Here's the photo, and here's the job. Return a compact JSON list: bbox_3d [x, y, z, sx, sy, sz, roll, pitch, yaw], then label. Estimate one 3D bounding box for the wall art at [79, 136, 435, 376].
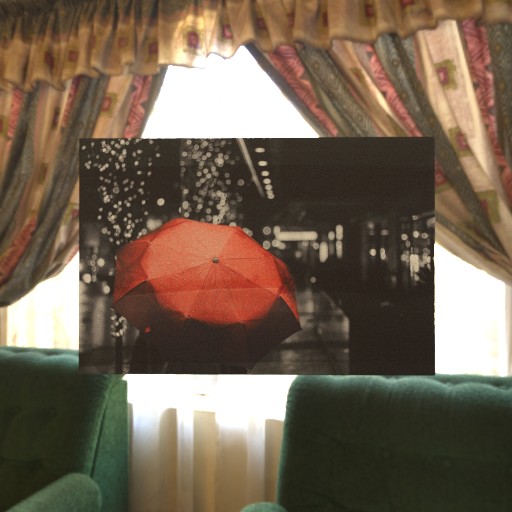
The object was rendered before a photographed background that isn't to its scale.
[{"bbox_3d":[0.000,0.000,0.774,0.609,0.406,0.037,0,0,1],"label":"wall art"}]
